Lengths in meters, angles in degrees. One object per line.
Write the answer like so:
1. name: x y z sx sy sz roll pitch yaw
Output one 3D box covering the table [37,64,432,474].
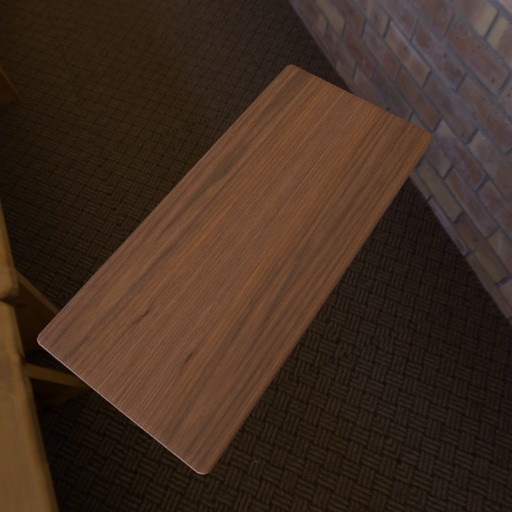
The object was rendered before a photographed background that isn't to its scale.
1. table: 0.000 0.000 1.674 0.637 0.468 1.375 32 69 14
